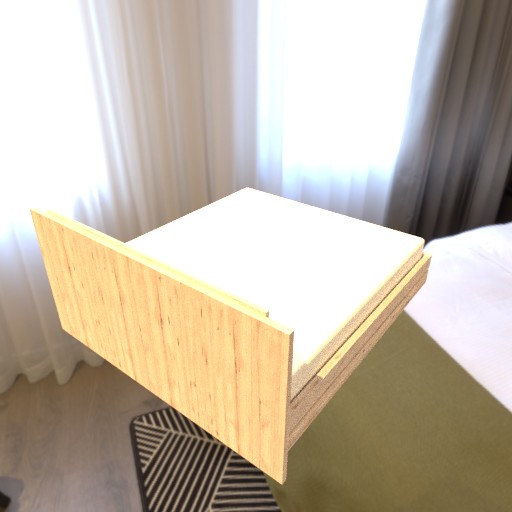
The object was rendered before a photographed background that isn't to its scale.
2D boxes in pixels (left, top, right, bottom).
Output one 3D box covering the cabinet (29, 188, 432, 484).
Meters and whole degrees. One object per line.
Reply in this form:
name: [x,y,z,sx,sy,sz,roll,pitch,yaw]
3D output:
cabinet: [0.000,0.000,3.175,1.950,0.970,2.080,21,36,32]
